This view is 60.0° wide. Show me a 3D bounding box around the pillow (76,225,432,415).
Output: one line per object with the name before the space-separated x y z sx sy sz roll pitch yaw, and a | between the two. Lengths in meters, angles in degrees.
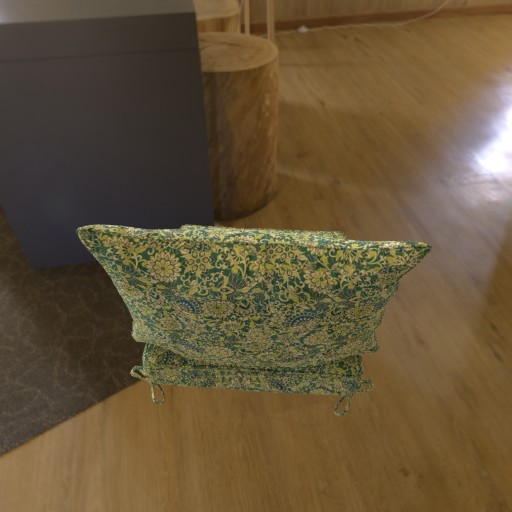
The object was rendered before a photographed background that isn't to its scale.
pillow | 0.000 0.000 1.393 0.798 0.722 0.740 3 46 3
